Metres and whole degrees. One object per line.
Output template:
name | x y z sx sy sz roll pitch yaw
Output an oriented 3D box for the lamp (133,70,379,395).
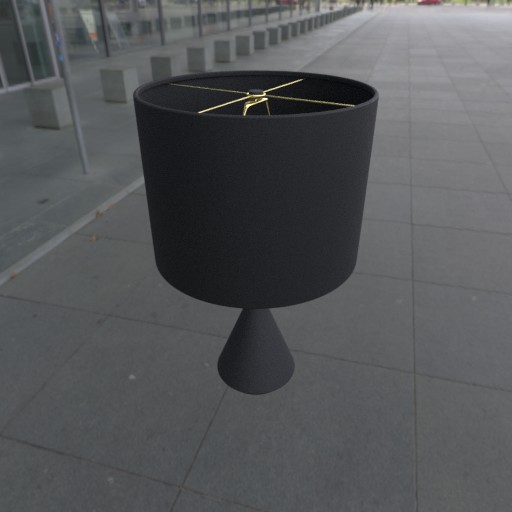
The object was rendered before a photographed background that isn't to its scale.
lamp | 0.000 0.000 0.812 0.359 0.584 0.359 17 35 27
